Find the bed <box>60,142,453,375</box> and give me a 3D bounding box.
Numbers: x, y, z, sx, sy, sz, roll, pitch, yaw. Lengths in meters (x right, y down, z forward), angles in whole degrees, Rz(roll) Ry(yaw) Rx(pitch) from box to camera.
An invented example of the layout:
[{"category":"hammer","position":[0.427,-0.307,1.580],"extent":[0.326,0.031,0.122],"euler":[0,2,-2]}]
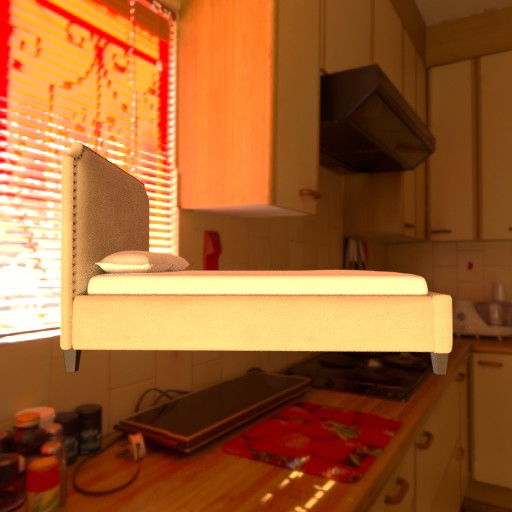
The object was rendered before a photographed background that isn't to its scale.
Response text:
[{"category":"bed","position":[0.000,0.000,3.484],"extent":[2.372,1.443,1.712],"euler":[0,-1,2]}]
